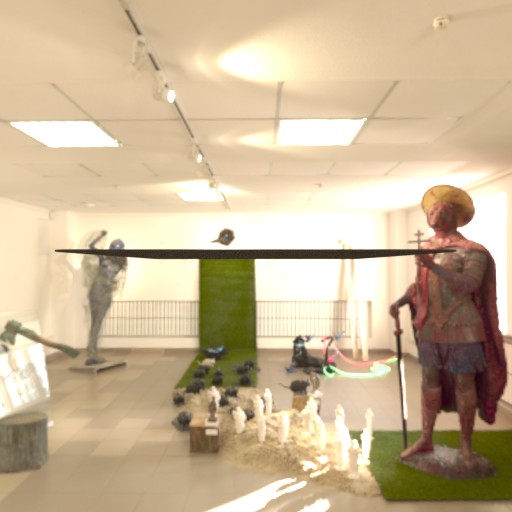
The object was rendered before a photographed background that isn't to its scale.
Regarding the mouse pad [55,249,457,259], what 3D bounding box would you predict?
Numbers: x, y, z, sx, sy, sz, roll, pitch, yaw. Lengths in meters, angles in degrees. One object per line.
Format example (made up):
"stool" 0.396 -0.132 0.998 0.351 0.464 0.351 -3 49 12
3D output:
"mouse pad" 0.000 0.000 0.638 0.393 0.002 0.451 0 -1 0
